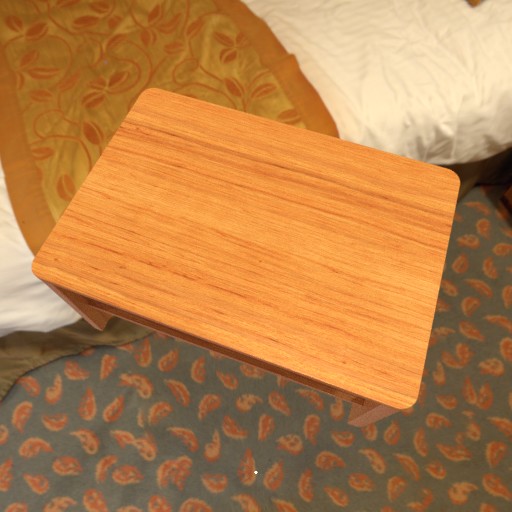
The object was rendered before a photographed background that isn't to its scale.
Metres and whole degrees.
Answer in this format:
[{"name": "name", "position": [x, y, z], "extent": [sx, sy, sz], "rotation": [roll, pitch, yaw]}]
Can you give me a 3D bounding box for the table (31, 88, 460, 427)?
[{"name": "table", "position": [0.000, 0.000, 1.393], "extent": [0.997, 0.445, 0.696], "rotation": [18, 65, 9]}]
